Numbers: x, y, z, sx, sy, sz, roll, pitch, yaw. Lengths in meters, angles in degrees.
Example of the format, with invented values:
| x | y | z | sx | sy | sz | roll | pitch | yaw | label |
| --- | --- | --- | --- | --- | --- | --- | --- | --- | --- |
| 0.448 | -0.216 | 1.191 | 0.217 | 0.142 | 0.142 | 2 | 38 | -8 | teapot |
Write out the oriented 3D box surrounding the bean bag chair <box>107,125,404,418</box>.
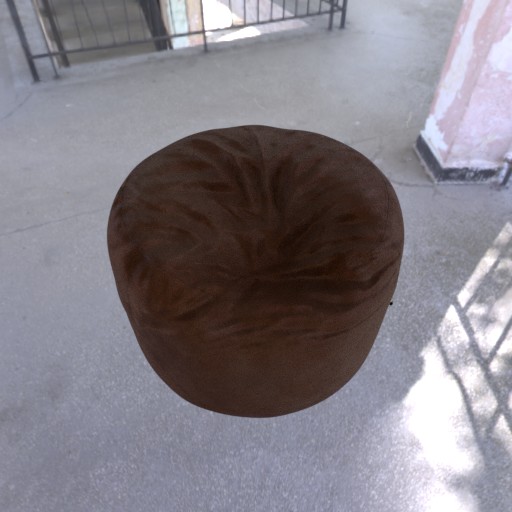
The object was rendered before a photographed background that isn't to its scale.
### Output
| x | y | z | sx | sy | sz | roll | pitch | yaw | label |
| --- | --- | --- | --- | --- | --- | --- | --- | --- | --- |
| 0.000 | 0.000 | 1.502 | 0.918 | 0.616 | 0.918 | 0 | 46 | 0 | bean bag chair |
